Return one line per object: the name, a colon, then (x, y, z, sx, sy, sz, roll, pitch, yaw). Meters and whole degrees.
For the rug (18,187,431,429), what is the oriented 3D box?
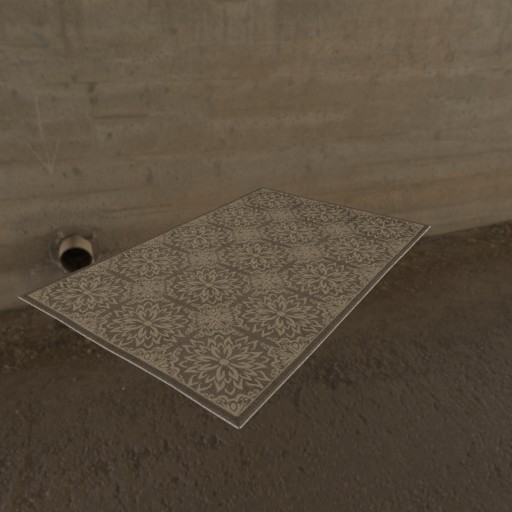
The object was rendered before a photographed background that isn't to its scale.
rug: (0.000, 0.000, 3.385, 1.819, 0.018, 2.746, 18, 32, 31)
